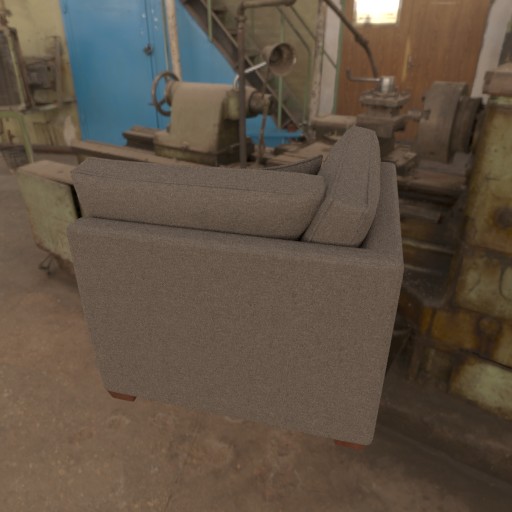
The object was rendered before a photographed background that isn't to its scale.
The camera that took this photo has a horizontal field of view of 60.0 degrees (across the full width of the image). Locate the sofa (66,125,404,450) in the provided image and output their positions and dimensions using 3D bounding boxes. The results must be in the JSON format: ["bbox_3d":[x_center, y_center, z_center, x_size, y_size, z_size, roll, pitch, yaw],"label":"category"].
[{"bbox_3d":[0.000,0.000,1.986,1.146,1.002,1.084,7,29,13],"label":"sofa"}]
